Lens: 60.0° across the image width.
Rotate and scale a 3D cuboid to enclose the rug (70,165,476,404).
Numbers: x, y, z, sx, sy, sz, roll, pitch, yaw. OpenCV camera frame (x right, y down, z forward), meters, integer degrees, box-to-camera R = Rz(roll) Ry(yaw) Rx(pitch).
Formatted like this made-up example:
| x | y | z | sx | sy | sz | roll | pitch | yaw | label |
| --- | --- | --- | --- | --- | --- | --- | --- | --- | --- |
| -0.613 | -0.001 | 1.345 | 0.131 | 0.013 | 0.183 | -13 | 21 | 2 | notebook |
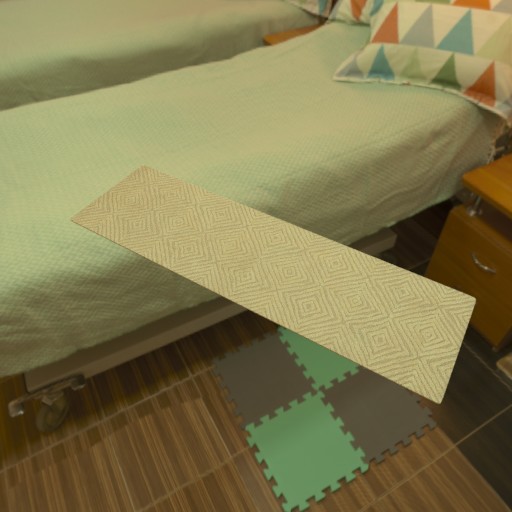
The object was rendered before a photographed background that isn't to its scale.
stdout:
| x | y | z | sx | sy | sz | roll | pitch | yaw | label |
| --- | --- | --- | --- | --- | --- | --- | --- | --- | --- |
| 0.000 | 0.000 | 2.516 | 2.277 | 0.008 | 0.676 | 24 | 51 | 21 | rug |
